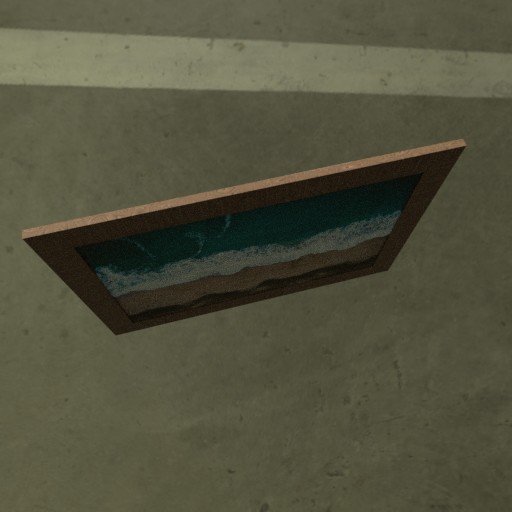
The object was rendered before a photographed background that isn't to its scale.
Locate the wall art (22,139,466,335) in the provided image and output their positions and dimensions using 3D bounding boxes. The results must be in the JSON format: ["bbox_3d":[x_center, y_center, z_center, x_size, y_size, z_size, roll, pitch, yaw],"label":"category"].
[{"bbox_3d":[0.000,0.000,1.172,0.917,0.626,0.019,-13,64,-6],"label":"wall art"}]
